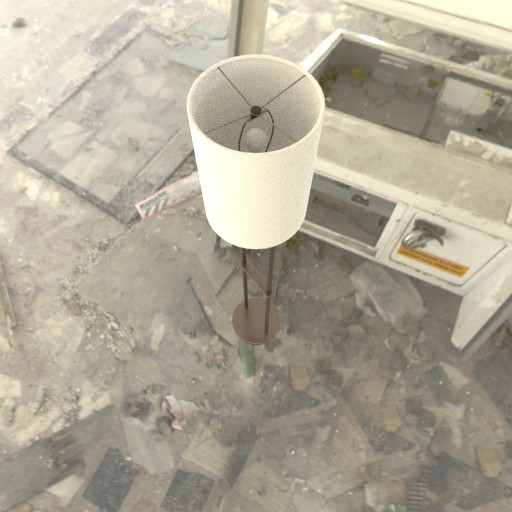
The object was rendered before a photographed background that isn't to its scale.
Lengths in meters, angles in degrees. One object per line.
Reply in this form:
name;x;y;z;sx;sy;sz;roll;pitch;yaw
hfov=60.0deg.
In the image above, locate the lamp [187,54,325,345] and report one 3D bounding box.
lamp;0.000;0.000;1.646;0.305;1.500;0.306;-35;68;-16
